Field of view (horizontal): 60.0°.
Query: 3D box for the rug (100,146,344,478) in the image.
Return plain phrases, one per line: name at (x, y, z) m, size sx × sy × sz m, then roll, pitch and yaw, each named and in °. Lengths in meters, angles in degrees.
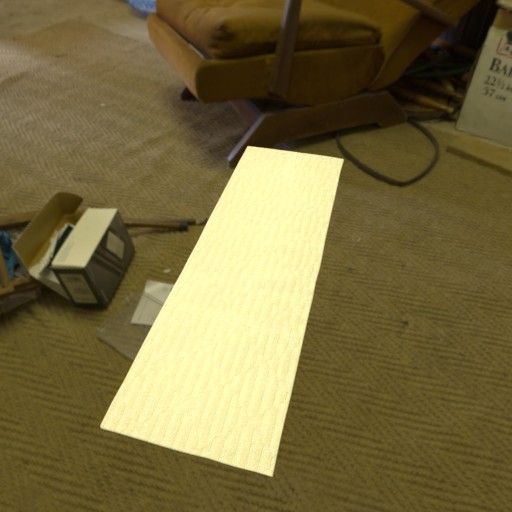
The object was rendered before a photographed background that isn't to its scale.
rug at (0.000, 0.000, 2.717) m, size 0.793 × 0.014 × 2.450 m, roll 11°, pitch 46°, yaw 10°
